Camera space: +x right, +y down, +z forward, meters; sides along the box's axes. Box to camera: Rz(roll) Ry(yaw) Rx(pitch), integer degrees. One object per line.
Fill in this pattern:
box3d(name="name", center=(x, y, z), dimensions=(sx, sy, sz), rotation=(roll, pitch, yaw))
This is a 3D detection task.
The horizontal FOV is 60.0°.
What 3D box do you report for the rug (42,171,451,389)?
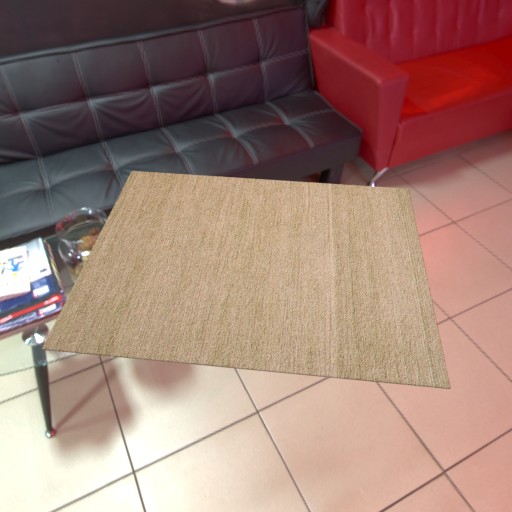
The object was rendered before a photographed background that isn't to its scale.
box3d(name="rug", center=(0.000, 0.000, 4.269), dimensions=(3.198, 0.016, 2.425), rotation=(4, 47, 4))
